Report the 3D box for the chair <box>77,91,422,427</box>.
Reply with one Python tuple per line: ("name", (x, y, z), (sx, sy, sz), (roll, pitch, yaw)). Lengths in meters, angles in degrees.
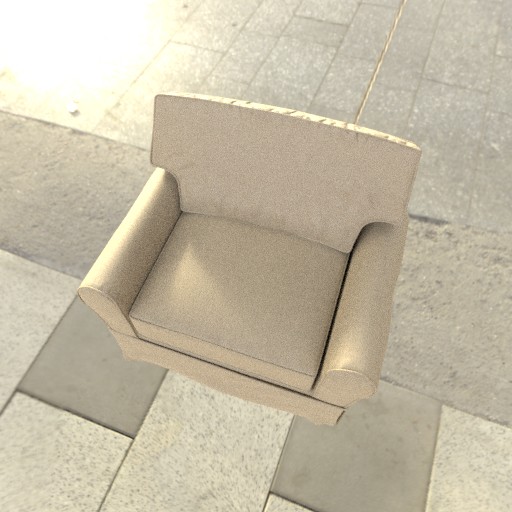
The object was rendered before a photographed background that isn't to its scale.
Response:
("chair", (0.000, 0.000, 1.769), (1.096, 0.937, 0.903), (16, 59, 10))
